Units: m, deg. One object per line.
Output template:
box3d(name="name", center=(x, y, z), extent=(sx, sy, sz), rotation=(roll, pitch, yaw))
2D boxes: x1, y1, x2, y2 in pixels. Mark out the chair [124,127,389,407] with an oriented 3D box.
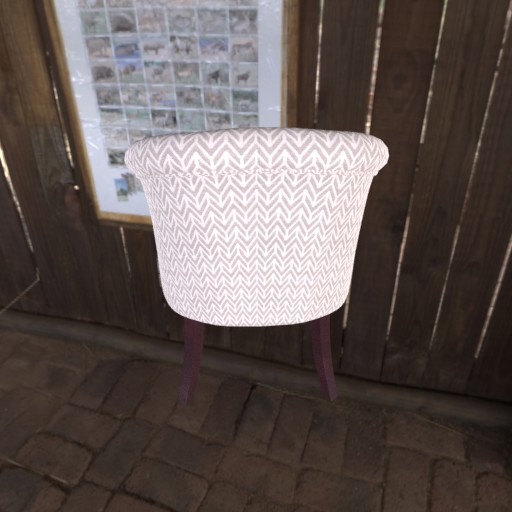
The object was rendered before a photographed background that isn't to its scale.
box3d(name="chair", center=(0.000, 0.000, 1.309), extent=(0.686, 0.858, 0.613), rotation=(-1, 29, -3))
